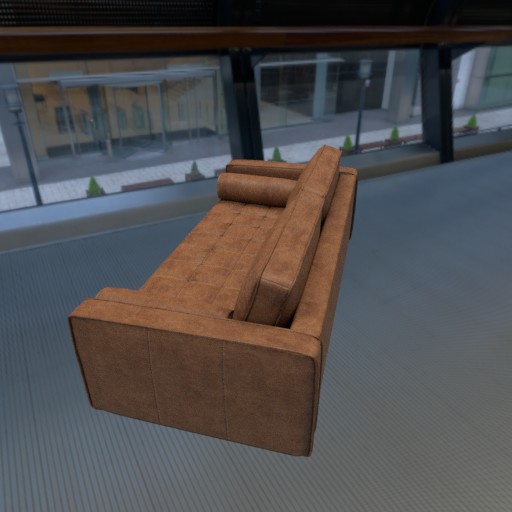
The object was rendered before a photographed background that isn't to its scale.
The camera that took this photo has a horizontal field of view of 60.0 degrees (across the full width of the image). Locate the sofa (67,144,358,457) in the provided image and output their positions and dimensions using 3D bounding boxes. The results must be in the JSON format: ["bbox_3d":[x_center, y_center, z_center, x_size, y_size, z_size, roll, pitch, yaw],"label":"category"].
[{"bbox_3d":[0.000,0.000,2.362,0.924,0.825,1.920,8,30,13],"label":"sofa"}]
